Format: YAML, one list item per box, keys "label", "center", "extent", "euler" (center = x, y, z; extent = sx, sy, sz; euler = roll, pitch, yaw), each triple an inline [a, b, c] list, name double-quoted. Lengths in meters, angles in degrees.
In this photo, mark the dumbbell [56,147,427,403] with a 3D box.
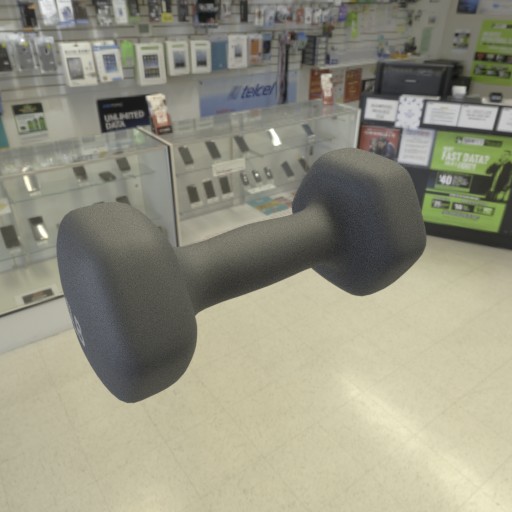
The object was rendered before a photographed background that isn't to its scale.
- label: "dumbbell"
  center: [0.000, 0.000, 0.298]
  extent: [0.240, 0.105, 0.116]
  euler: [-18, 35, -28]
